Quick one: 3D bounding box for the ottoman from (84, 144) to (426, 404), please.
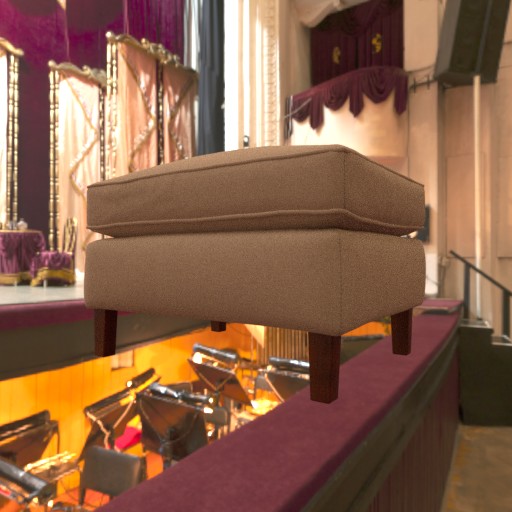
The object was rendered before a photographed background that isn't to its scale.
[{"bbox_3d":[0.000,0.000,1.022,0.665,0.456,0.501,0,0,35],"label":"ottoman"}]
